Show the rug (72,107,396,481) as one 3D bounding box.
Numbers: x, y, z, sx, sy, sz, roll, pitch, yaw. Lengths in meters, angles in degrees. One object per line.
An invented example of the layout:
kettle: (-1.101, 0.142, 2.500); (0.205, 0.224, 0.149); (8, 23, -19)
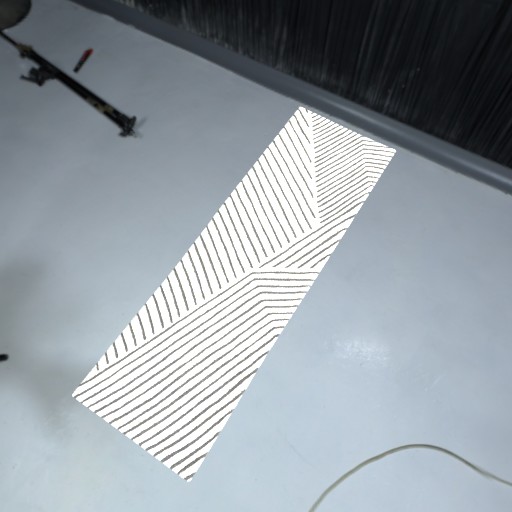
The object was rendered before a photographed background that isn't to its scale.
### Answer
rug: (0.000, 0.000, 2.715); (0.773, 0.020, 2.439); (29, 67, 14)
